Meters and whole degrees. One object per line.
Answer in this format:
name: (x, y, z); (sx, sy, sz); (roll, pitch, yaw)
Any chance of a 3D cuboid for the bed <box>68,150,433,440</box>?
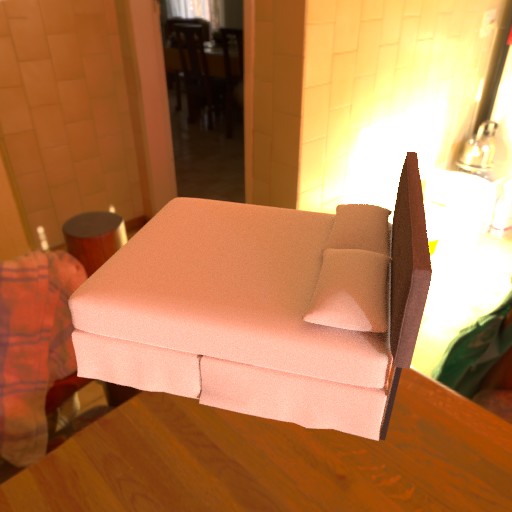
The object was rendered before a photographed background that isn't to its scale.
bed: (0.000, 0.000, 2.888); (1.894, 1.089, 1.610); (8, 32, 13)
